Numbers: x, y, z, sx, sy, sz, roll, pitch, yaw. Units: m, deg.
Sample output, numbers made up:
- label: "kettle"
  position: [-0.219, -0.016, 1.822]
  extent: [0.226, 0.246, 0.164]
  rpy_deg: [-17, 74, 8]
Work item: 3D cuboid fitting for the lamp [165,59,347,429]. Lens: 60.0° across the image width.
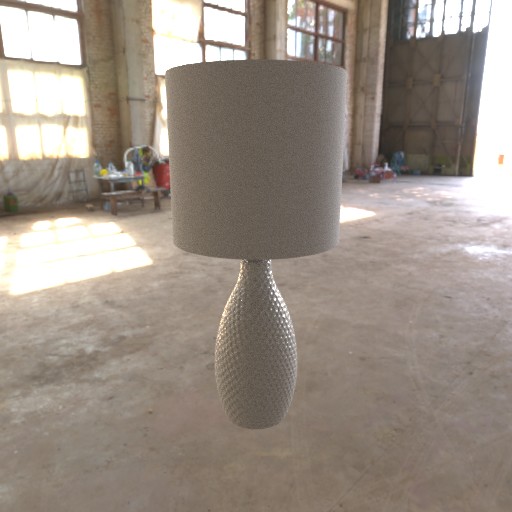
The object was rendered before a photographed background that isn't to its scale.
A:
- label: "lamp"
  position: [0.000, 0.000, 0.589]
  extent: [0.214, 0.466, 0.214]
  rpy_deg: [-7, 16, -26]
